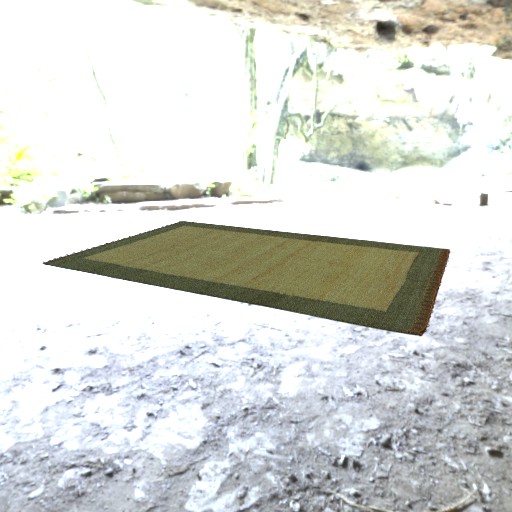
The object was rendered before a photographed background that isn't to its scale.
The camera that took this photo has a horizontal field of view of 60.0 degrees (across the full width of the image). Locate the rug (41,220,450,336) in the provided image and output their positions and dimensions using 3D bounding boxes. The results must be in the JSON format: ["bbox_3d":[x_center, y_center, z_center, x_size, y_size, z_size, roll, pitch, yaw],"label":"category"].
[{"bbox_3d":[0.000,0.000,2.346,1.838,0.019,1.220,8,18,26],"label":"rug"}]
